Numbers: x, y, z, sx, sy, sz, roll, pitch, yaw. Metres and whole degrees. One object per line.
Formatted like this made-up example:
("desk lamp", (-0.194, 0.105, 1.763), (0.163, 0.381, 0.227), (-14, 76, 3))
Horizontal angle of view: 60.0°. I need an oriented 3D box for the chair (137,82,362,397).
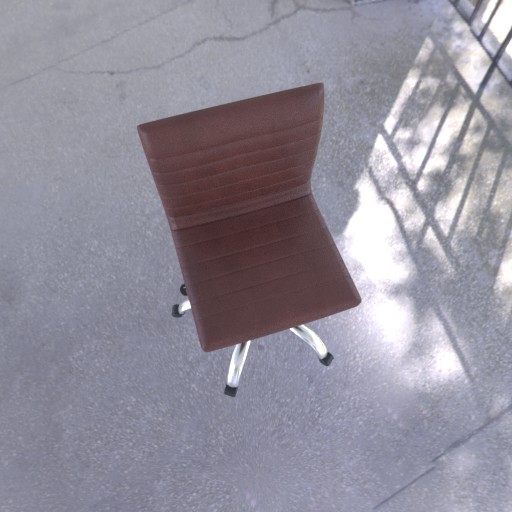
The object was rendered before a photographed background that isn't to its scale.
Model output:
("chair", (0.000, 0.000, 1.159), (0.556, 0.780, 0.530), (-16, 65, -8))
